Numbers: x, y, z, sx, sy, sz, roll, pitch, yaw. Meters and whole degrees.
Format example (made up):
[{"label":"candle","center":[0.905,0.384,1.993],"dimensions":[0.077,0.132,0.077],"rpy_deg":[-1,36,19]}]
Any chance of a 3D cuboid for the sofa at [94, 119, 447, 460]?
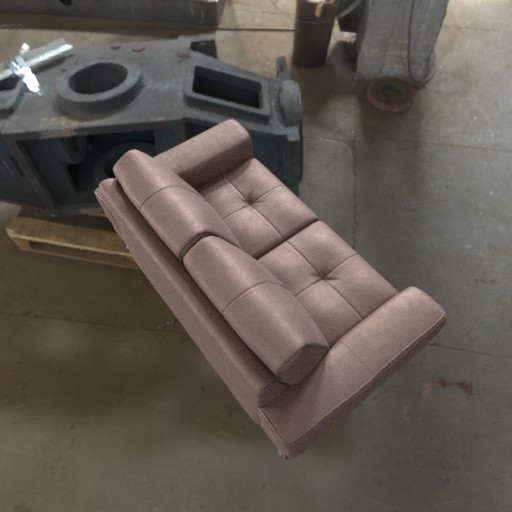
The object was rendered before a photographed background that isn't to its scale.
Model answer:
[{"label":"sofa","center":[0.000,0.000,2.401],"dimensions":[1.018,0.907,1.806],"rpy_deg":[-33,63,-19]}]
